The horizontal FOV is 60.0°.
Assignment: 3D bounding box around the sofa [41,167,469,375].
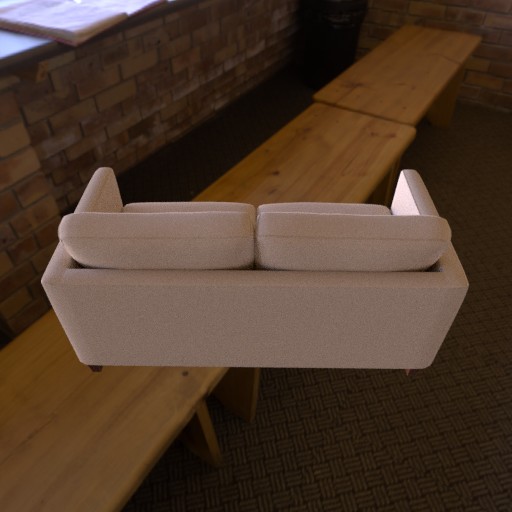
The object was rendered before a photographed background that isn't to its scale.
[{"bbox_3d":[0.000,0.000,2.221,1.722,0.888,0.873,1,44,1],"label":"sofa"}]
